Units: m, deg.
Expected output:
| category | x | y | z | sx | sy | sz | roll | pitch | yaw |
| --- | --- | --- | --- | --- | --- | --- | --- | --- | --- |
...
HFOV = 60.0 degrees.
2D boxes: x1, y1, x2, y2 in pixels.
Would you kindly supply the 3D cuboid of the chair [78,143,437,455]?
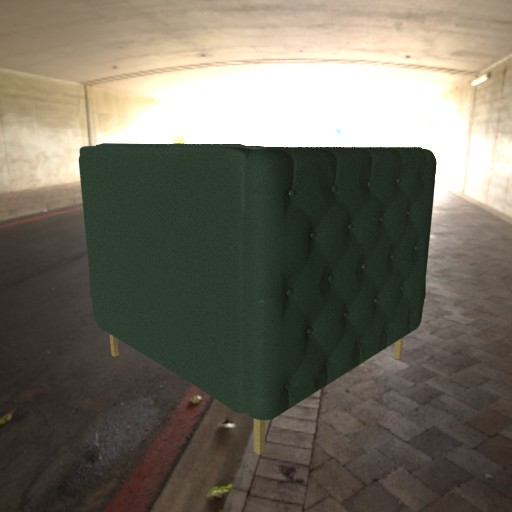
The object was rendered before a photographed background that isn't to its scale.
| category | x | y | z | sx | sy | sz | roll | pitch | yaw |
| --- | --- | --- | --- | --- | --- | --- | --- | --- | --- |
| chair | 0.000 | 0.000 | 1.556 | 0.917 | 0.768 | 0.855 | 14 | 20 | 43 |
